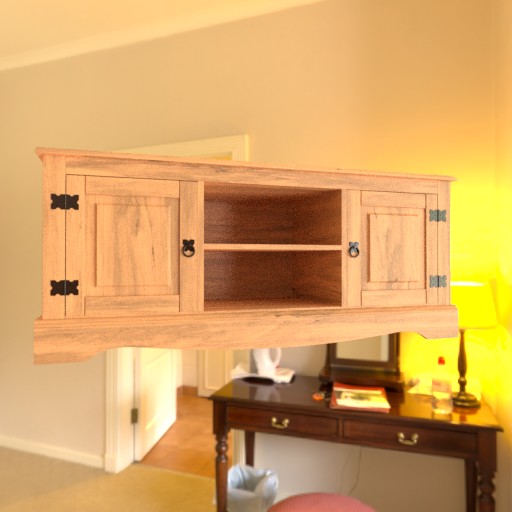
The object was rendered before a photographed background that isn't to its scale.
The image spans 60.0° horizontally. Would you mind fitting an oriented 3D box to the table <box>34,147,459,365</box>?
[{"bbox_3d":[0.000,0.000,1.394,1.200,0.510,0.400,0,-1,-17],"label":"table"}]
